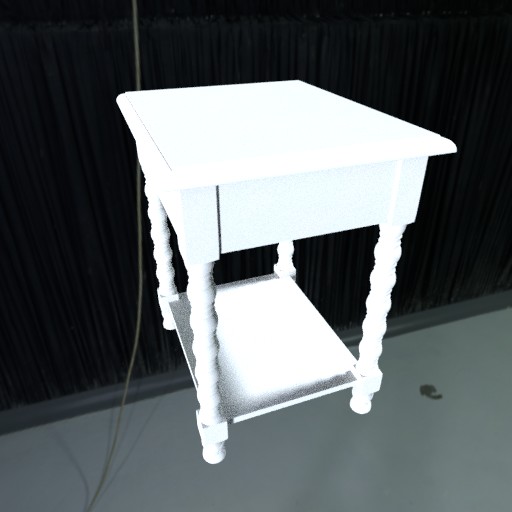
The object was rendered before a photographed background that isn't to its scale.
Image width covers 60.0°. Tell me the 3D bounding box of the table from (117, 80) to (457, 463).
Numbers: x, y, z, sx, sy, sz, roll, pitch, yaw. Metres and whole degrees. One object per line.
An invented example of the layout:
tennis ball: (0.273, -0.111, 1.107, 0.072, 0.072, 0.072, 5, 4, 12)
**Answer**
table: (0.000, 0.000, 0.826, 0.381, 0.531, 0.460, -11, 33, -18)
